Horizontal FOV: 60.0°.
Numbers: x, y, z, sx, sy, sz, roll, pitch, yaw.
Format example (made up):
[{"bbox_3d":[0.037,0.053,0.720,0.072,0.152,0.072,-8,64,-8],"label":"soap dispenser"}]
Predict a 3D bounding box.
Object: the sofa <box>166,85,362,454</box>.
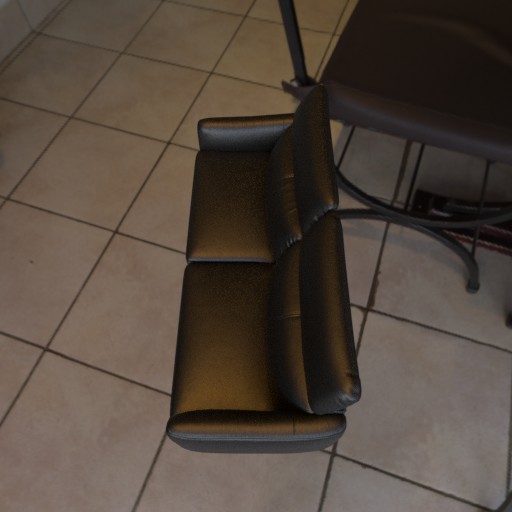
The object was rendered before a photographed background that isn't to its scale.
[{"bbox_3d":[0.000,0.000,2.571,0.856,0.957,2.069,0,59,0],"label":"sofa"}]
